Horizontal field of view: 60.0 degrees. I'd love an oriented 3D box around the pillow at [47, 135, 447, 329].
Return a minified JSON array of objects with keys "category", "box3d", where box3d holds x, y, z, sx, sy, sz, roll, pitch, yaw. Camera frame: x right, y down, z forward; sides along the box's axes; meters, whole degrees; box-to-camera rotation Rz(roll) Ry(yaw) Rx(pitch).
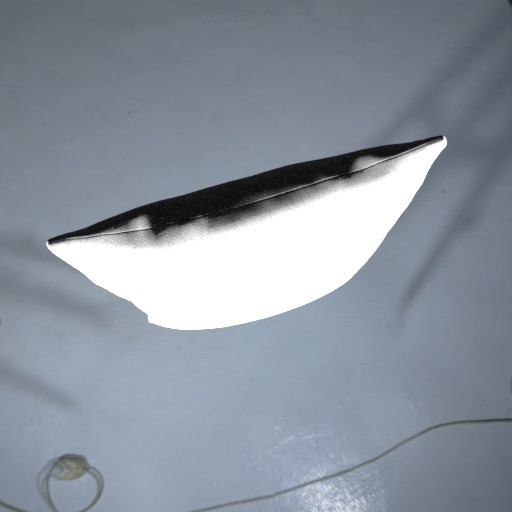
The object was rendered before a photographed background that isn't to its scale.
[{"category":"pillow","box3d":[0.000,0.000,0.665,0.433,0.436,0.173,-16,75,-4]}]
